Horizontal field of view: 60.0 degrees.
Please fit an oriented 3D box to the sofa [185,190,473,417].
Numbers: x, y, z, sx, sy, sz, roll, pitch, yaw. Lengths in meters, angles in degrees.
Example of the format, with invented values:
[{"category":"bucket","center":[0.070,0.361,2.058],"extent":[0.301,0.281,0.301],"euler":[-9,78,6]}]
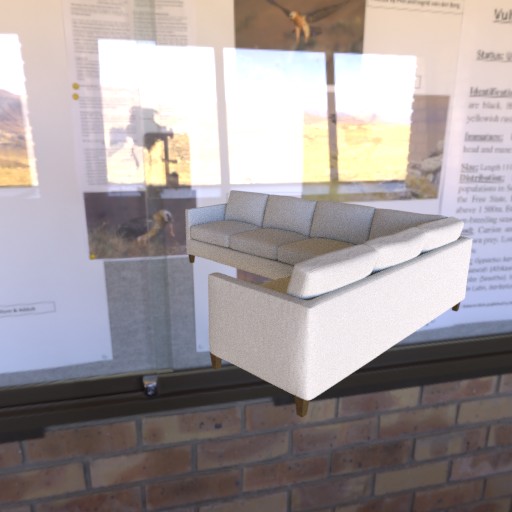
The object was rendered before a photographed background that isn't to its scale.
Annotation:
[{"category":"sofa","center":[0.000,0.000,4.494],"extent":[3.333,0.934,2.522],"euler":[15,21,43]}]
